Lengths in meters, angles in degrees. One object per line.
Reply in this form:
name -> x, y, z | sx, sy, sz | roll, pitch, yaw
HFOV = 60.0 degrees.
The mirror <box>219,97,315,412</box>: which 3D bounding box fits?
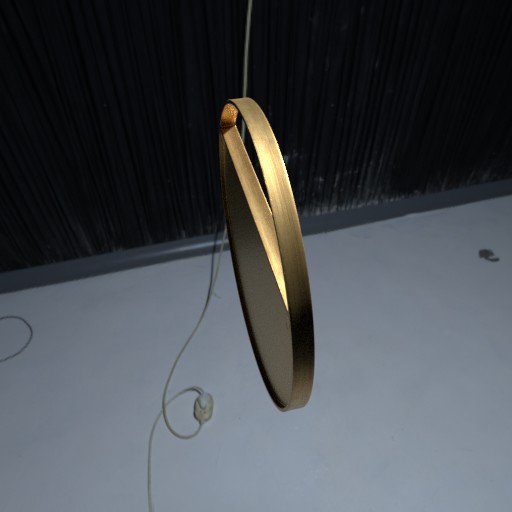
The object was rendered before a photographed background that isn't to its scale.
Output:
mirror -> 0.000, 0.000, 0.840 | 0.032, 0.565, 0.565 | -10, 47, -9
